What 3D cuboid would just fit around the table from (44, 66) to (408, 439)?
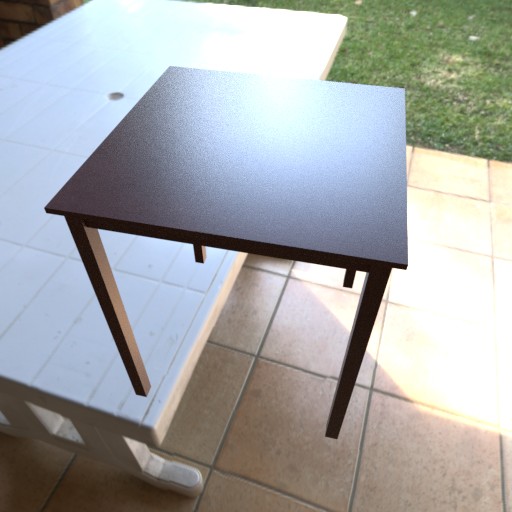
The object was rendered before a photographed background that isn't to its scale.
[{"bbox_3d":[0.000,0.000,1.657,0.861,0.991,0.861,9,46,9],"label":"table"}]
